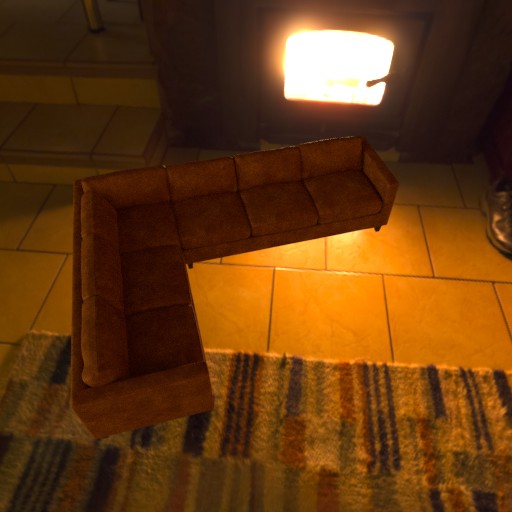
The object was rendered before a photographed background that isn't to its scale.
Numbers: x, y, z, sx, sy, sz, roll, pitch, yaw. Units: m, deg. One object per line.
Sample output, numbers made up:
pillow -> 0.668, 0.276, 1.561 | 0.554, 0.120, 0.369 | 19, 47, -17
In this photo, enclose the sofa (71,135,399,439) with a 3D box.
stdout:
sofa -> 0.000, 0.000, 4.141 | 3.150, 0.838, 2.438 | -11, 49, -10
